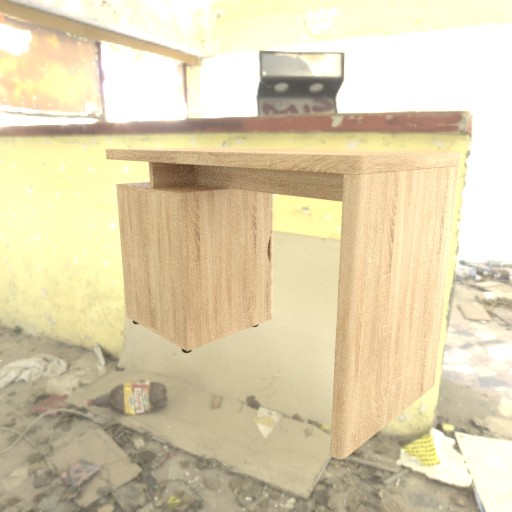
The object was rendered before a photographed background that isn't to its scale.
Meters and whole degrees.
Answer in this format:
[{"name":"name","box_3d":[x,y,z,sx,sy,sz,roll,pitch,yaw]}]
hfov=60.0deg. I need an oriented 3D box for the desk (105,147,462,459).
[{"name":"desk","box_3d":[0.000,0.000,1.633,0.550,0.760,1.200,-13,20,-42]}]
